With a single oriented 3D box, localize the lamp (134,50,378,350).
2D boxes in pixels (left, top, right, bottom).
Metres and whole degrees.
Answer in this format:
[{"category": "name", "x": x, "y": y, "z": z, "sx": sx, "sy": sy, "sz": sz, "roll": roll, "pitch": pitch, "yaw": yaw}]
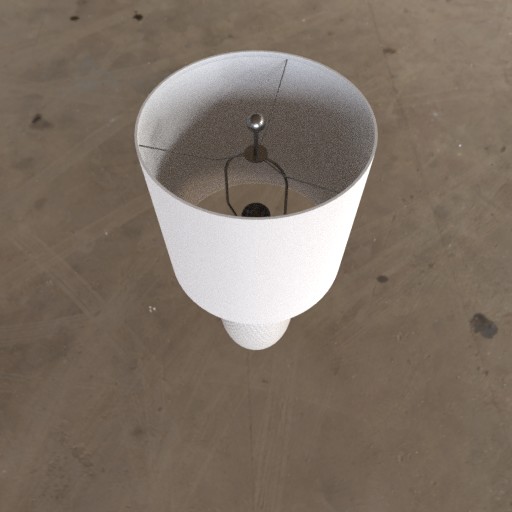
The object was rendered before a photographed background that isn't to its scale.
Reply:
[{"category": "lamp", "x": 0.000, "y": 0.000, "z": 0.586, "sx": 0.214, "sy": 0.466, "sz": 0.214, "roll": 15, "pitch": 59, "yaw": 9}]
